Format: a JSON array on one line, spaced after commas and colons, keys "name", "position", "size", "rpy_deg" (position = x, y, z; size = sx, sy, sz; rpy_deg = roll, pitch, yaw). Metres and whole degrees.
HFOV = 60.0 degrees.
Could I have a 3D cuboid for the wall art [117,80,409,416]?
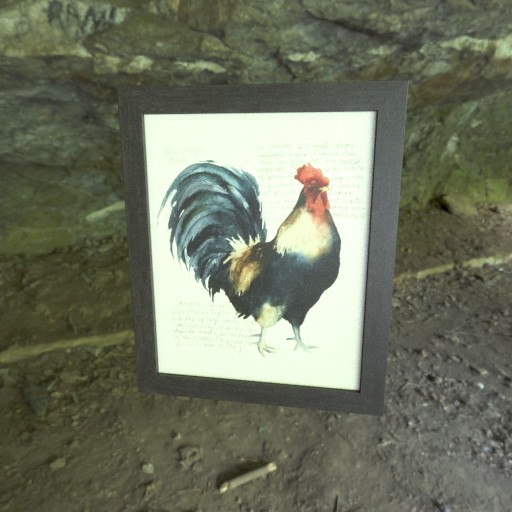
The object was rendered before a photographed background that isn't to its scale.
[{"name": "wall art", "position": [0.000, 0.000, 0.799], "size": [0.479, 0.580, 0.027], "rpy_deg": [2, 14, 10]}]
